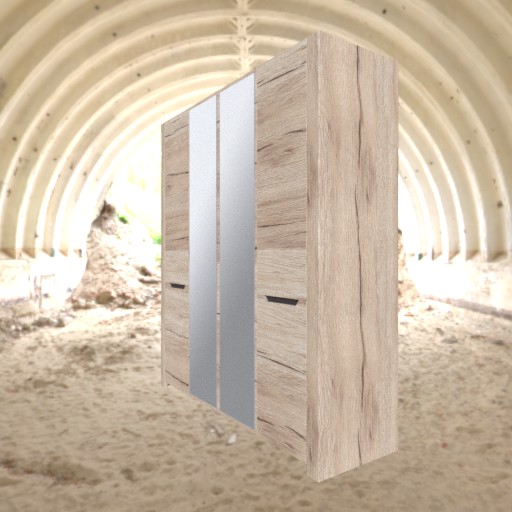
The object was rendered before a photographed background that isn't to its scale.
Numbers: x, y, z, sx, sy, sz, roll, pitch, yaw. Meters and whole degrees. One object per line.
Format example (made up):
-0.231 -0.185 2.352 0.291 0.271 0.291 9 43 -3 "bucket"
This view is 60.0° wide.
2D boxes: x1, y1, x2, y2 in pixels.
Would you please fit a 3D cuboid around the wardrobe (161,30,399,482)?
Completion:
0.000 0.000 2.930 0.580 2.070 1.810 0 0 -35 "wardrobe"
